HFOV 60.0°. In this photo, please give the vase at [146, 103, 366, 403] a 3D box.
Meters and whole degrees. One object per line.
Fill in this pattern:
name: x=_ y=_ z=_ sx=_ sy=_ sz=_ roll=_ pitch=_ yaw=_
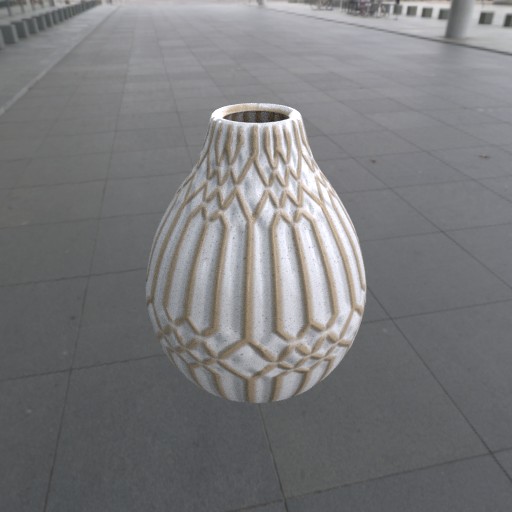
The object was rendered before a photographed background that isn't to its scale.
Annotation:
vase: x=0.000 y=0.000 z=0.316 sx=0.159 sy=0.200 sz=0.159 roll=0 pitch=31 yaw=0
